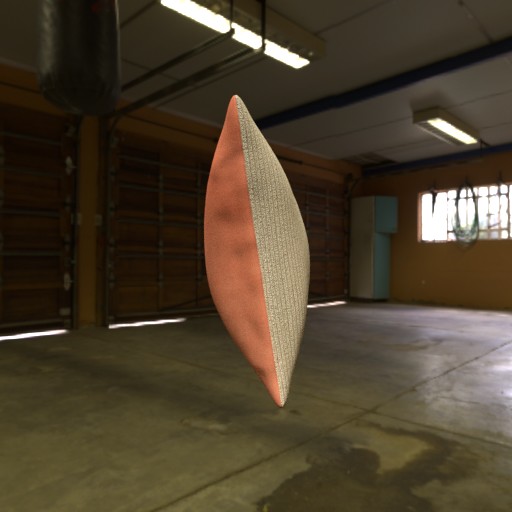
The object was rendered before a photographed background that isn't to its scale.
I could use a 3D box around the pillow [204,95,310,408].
[{"bbox_3d":[0.000,0.000,0.735,0.155,0.307,0.608,0,-1,-1],"label":"pillow"}]
